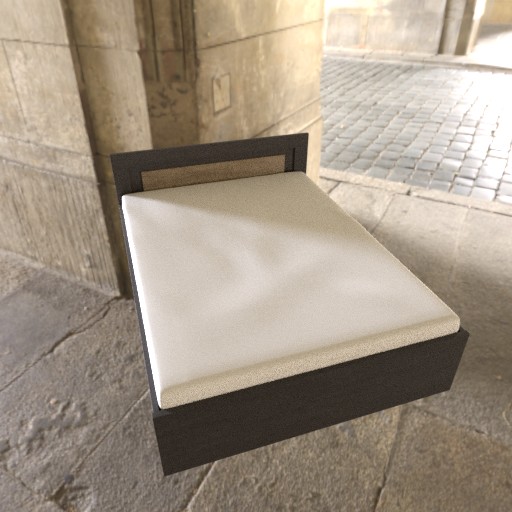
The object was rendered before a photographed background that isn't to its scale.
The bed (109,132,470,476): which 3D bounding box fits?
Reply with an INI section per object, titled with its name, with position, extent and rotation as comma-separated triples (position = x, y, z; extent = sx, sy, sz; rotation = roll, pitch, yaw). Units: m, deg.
[bed]
position = 0.000, 0.000, 2.855
extent = 1.585, 0.823, 2.073
rotation = -10, 35, -15
